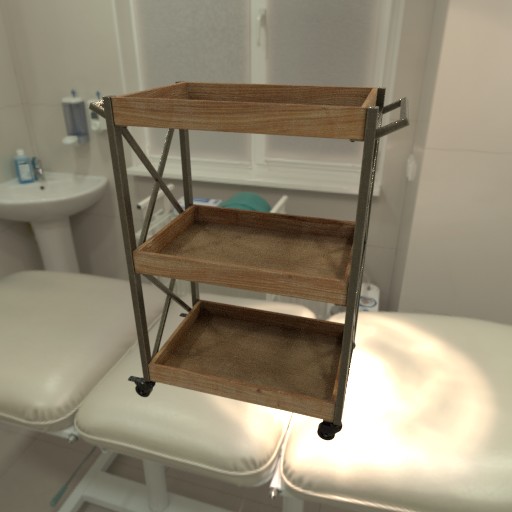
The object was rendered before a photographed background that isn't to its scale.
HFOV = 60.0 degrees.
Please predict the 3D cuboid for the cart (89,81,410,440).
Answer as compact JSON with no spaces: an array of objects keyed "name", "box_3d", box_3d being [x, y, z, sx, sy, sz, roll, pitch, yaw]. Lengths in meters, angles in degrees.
[{"name":"cart","box_3d":[0.000,0.000,1.193,0.673,0.835,0.377,8,28,15]}]
